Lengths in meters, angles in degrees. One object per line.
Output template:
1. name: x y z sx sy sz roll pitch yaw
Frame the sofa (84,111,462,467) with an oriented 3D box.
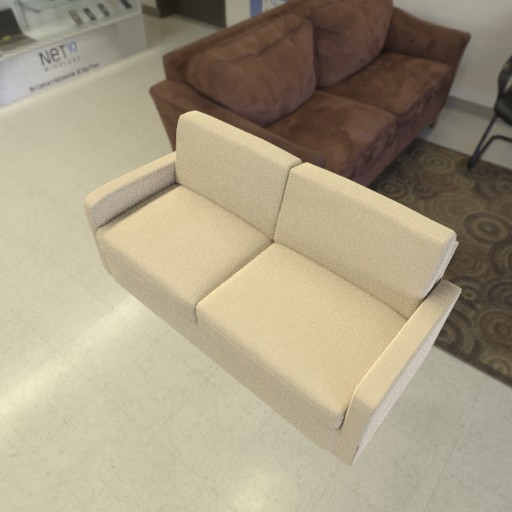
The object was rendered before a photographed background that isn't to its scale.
1. sofa: 0.000 0.000 2.277 1.808 0.831 0.894 32 54 27
